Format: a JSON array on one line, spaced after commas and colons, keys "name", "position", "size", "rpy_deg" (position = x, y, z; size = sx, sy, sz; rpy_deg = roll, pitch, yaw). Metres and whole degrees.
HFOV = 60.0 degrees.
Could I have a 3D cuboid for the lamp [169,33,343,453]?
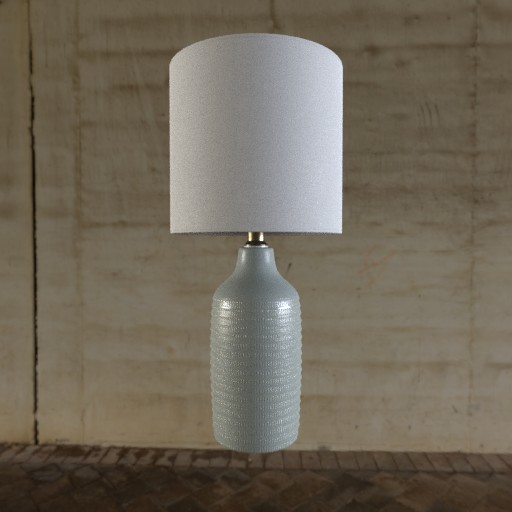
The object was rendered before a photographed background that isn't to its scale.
[{"name": "lamp", "position": [0.000, 0.000, 0.582], "size": [0.220, 0.475, 0.220], "rpy_deg": [1, 2, 35]}]
